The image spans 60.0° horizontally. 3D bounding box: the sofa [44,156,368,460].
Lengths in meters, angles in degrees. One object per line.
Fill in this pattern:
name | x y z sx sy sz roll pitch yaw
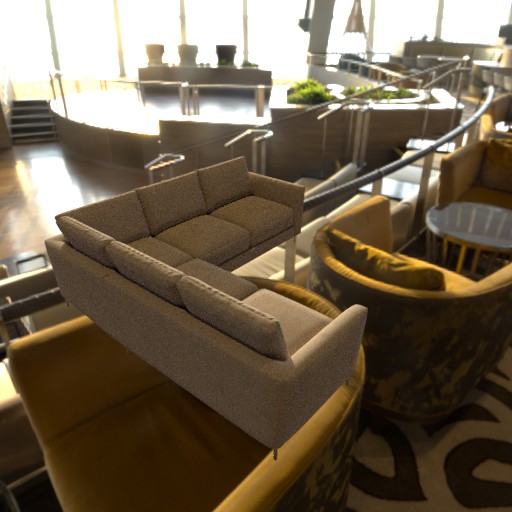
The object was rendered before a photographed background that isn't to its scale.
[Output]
sofa | 0.000 0.000 3.716 2.438 0.864 2.438 22 35 35
